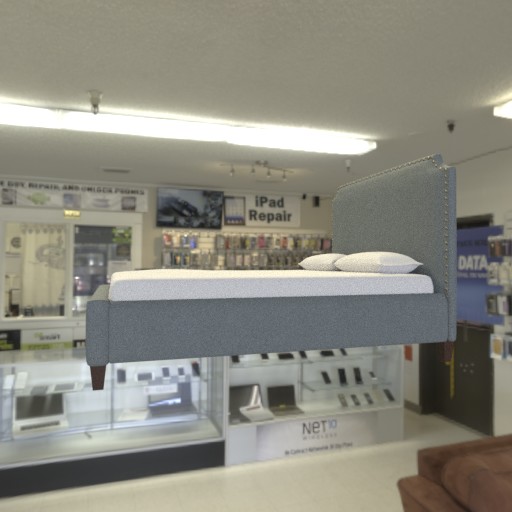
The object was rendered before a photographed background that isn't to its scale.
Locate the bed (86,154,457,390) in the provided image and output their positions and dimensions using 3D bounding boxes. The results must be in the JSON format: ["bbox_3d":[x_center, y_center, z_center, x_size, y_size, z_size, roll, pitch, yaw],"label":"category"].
[{"bbox_3d":[0.000,0.000,3.445,2.372,1.443,1.712,0,-1,-18],"label":"bed"}]
